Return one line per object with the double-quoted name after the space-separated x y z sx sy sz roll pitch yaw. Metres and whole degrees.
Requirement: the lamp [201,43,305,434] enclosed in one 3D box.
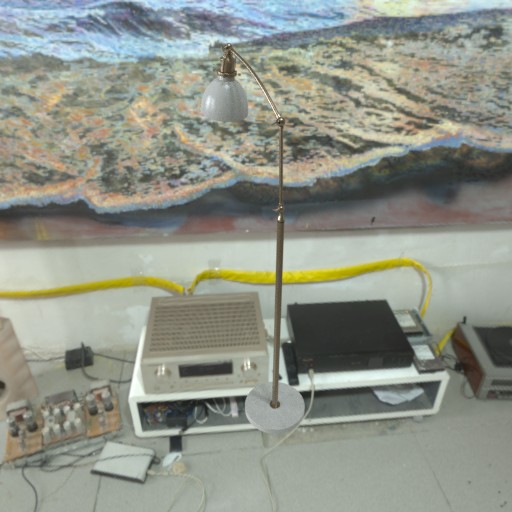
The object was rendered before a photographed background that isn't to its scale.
0.000 0.000 1.854 0.288 1.586 0.599 -21 37 -30 "lamp"
